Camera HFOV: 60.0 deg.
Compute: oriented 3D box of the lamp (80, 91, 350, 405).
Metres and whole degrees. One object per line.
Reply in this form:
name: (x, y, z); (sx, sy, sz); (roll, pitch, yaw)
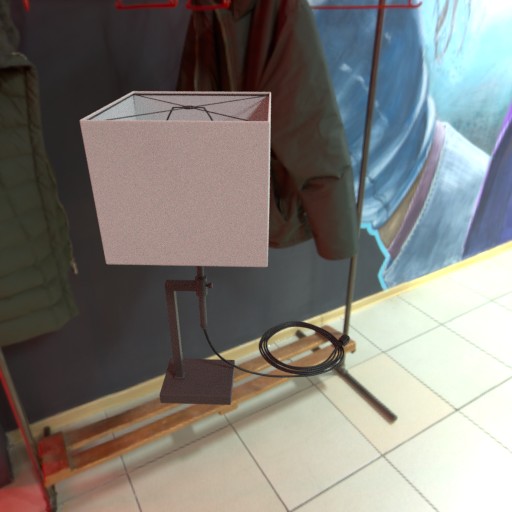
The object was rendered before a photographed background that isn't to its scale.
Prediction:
lamp: (0.000, 0.000, 0.974); (0.504, 0.660, 0.399); (1, 29, 2)
